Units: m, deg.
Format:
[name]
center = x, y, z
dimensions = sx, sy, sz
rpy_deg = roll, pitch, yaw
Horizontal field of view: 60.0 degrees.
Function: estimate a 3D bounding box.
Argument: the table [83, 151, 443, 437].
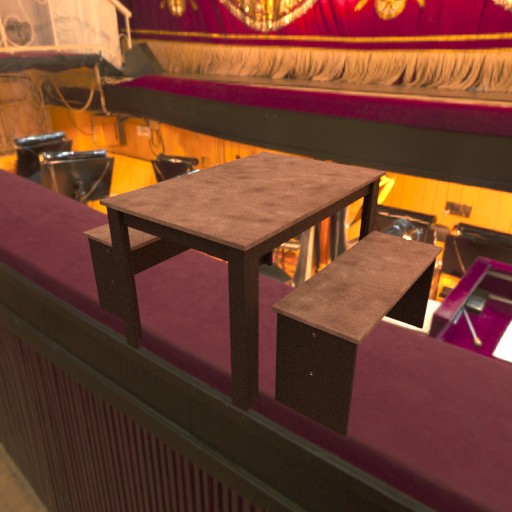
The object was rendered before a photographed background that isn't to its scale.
[table]
center = 0.000, 0.000, 2.097
dimensions = 1.443, 0.700, 1.100
rpy_deg = 18, 31, 33
